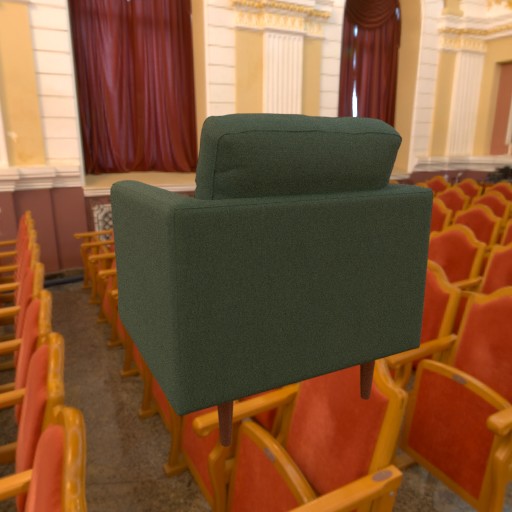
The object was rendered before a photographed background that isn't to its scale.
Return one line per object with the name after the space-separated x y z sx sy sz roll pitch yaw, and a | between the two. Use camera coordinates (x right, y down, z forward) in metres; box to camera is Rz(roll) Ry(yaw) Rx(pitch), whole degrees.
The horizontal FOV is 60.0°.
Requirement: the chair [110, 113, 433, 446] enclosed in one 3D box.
0.000 0.000 1.565 0.855 0.927 0.800 -7 16 -27 | chair
